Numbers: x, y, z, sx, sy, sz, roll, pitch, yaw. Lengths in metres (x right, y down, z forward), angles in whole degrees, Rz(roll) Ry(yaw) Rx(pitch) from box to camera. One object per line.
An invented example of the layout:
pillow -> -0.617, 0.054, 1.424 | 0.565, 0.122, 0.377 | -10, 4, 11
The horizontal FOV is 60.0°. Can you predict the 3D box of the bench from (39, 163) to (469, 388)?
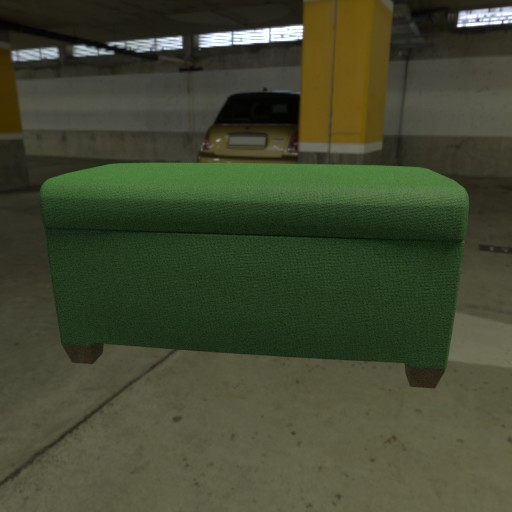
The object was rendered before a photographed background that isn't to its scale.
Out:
bench -> 0.000, 0.000, 1.263 | 0.989, 0.501, 0.505 | 2, 17, 7
